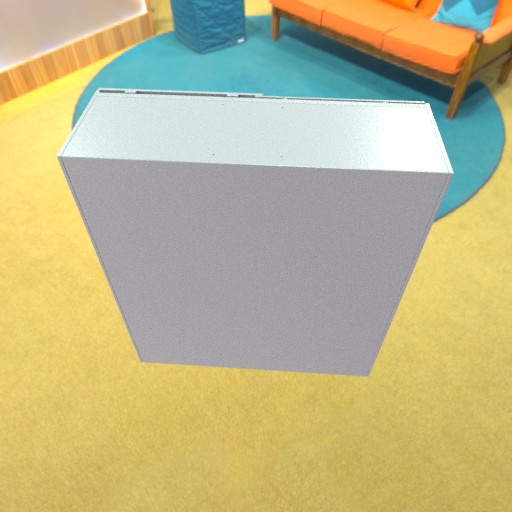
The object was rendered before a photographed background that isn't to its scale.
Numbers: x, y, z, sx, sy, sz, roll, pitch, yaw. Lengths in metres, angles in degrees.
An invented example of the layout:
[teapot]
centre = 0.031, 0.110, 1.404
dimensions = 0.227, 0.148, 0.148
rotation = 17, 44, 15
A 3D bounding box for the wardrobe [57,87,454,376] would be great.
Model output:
[wardrobe]
centre = 0.000, 0.000, 2.918
dimensions = 1.780, 1.960, 0.629
rotation = 3, 49, 3
